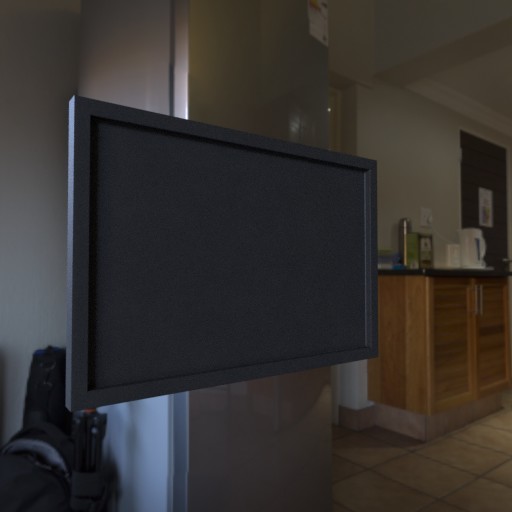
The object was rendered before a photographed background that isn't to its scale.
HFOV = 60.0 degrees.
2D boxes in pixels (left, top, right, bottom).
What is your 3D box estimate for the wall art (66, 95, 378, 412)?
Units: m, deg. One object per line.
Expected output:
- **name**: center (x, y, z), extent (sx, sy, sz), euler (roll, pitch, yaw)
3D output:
- **wall art**: center (0.000, 0.000, 0.558), extent (0.443, 0.301, 0.021), euler (1, -2, -36)
